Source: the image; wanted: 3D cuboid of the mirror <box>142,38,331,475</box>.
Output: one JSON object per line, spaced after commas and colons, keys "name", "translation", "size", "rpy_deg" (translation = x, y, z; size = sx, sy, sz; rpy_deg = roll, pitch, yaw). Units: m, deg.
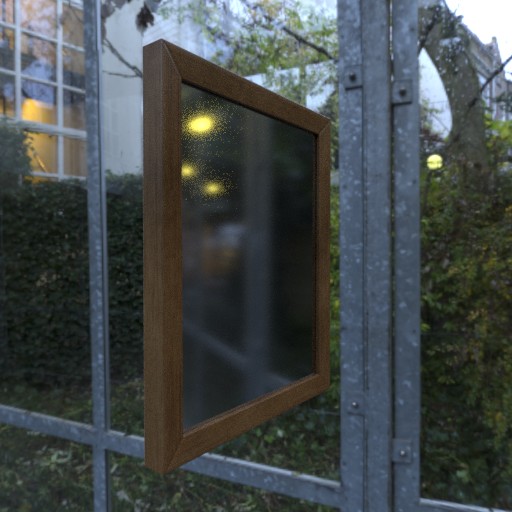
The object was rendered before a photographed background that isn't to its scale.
{"name": "mirror", "translation": [0.000, 0.000, 0.686], "size": [0.041, 0.508, 0.405], "rpy_deg": [1, 1, 38]}
